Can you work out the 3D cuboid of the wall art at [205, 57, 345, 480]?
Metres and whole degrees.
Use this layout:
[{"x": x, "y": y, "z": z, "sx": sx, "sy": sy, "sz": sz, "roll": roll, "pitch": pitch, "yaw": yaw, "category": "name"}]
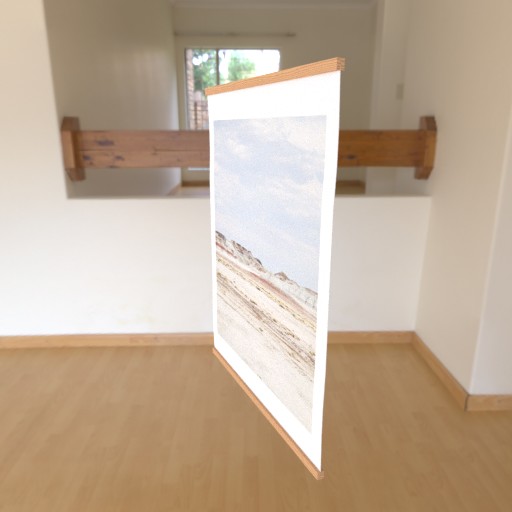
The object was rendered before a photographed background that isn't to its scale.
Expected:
[{"x": 0.000, "y": 0.000, "z": 0.805, "sx": 0.011, "sy": 0.605, "sz": 0.458, "roll": -8, "pitch": 18, "yaw": -25, "category": "wall art"}]
